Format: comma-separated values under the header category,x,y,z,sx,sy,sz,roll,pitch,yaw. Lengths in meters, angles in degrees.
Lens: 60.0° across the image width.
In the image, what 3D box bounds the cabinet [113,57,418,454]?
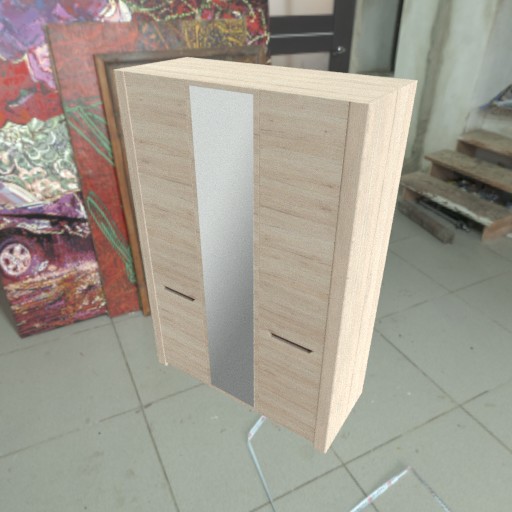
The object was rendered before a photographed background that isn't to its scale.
category,x,y,z,sx,sy,sz,roll,pitch,yaw
cabinet,0.000,0.000,2.700,1.400,2.070,0.580,19,36,28
